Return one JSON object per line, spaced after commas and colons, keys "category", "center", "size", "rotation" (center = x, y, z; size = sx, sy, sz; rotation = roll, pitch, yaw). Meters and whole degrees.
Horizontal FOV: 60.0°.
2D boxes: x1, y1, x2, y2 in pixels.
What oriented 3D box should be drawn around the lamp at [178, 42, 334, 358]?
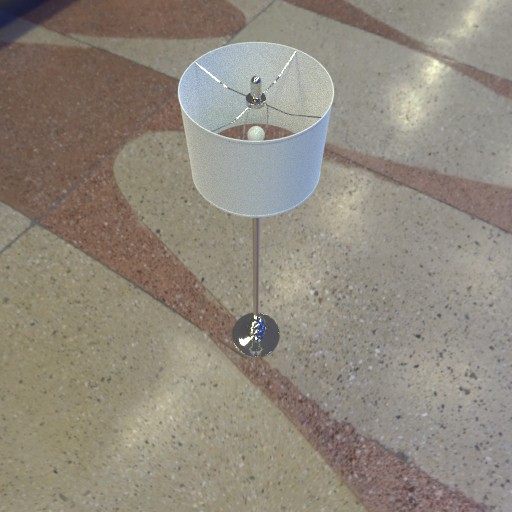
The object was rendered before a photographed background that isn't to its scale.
{"category": "lamp", "center": [0.000, 0.000, 1.620], "size": [0.356, 1.487, 0.356], "rotation": [30, 62, 18]}
